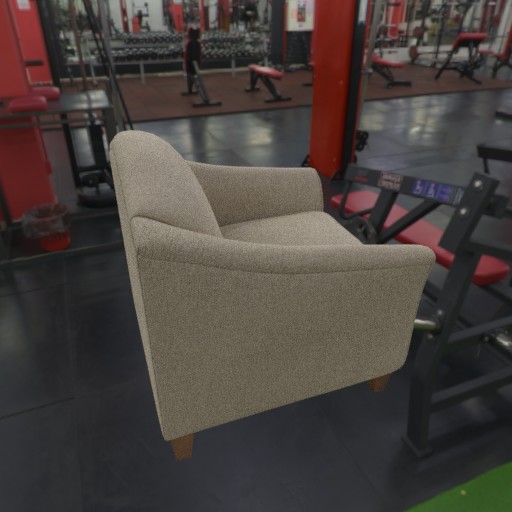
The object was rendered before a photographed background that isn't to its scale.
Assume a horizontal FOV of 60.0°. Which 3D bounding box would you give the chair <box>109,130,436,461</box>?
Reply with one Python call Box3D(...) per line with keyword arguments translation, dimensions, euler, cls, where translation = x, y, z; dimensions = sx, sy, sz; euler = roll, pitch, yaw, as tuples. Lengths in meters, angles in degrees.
Box3D(translation=(0.000, 0.000, 1.443), dimensions=(0.787, 0.839, 0.763), euler=(-10, 31, -17), cls="chair")
